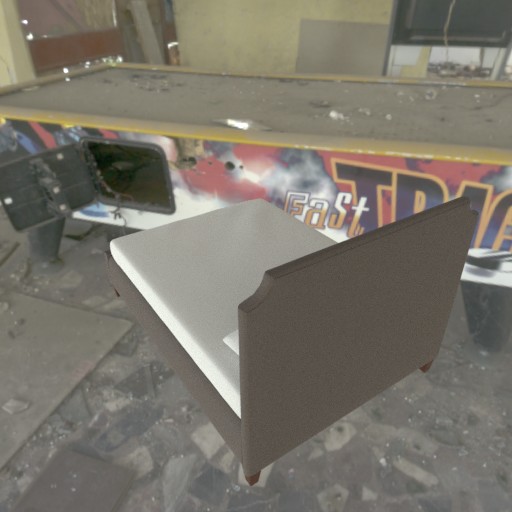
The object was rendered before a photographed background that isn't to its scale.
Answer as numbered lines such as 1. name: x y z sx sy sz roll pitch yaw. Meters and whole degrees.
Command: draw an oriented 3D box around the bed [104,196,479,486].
1. bed: 0.000 0.000 3.386 1.713 1.443 2.372 -20 36 -29
